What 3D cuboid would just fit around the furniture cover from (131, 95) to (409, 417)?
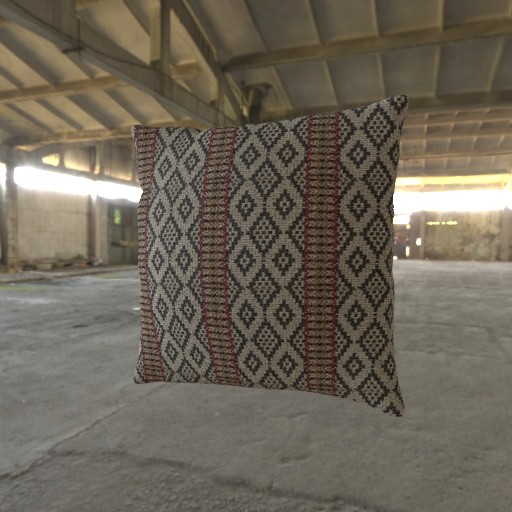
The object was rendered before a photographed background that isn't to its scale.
[{"bbox_3d":[0.000,0.000,0.781,0.503,0.506,0.182,1,2,19],"label":"furniture cover"}]
